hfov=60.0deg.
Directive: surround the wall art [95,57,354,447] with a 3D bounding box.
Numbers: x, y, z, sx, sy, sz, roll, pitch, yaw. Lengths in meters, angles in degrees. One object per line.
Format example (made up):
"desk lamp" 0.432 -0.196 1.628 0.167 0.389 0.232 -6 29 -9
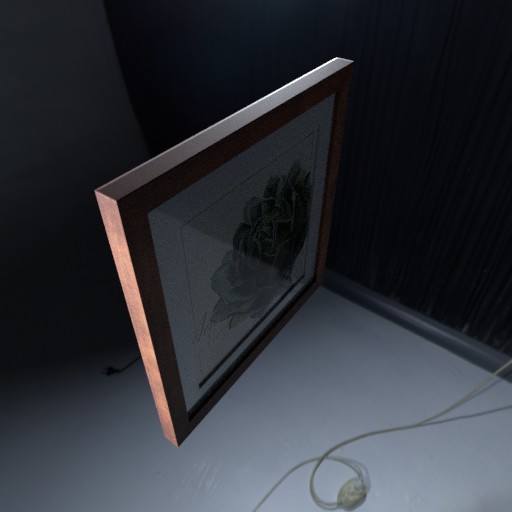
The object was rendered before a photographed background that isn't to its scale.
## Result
"wall art" 0.000 0.000 0.839 0.037 0.572 0.554 26 48 26
